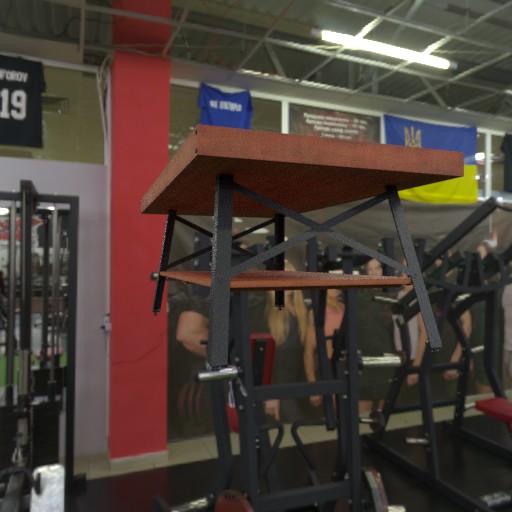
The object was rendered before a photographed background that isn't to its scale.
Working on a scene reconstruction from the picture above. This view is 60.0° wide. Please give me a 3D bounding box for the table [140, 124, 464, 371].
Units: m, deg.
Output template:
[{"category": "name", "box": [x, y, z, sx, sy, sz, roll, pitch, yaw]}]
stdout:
[{"category": "table", "box": [0.000, 0.000, 1.390, 0.610, 0.457, 1.067, 0, -1, -20]}]
